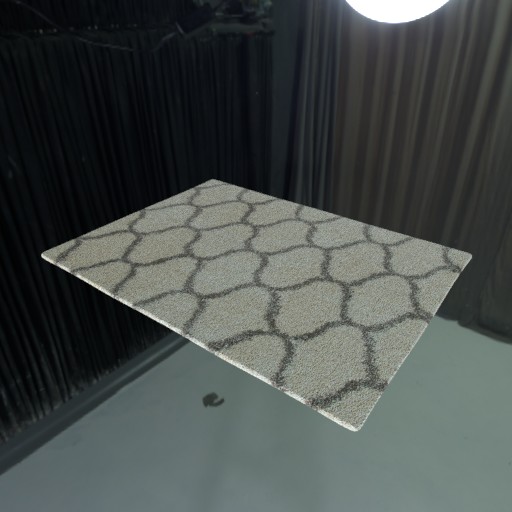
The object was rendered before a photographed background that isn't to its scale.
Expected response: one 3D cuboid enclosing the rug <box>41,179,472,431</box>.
[{"bbox_3d":[0.000,0.000,2.046,1.600,0.025,1.200,21,37,31],"label":"rug"}]
